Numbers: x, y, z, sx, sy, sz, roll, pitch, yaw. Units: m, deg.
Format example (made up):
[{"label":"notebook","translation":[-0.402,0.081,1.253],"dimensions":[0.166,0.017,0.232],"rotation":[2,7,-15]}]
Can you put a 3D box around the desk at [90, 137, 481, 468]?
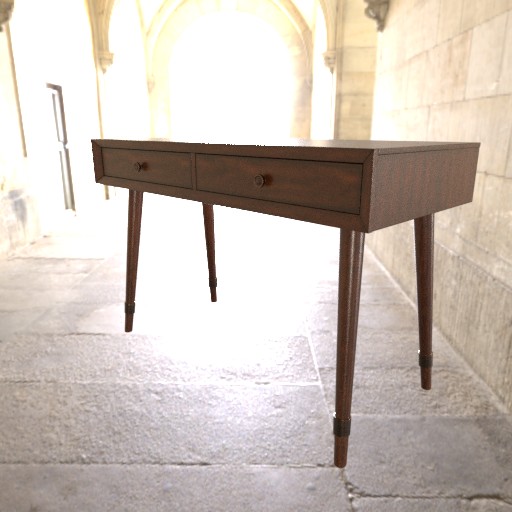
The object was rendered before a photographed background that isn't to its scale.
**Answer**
[{"label":"desk","translation":[0.000,0.000,2.039],"dimensions":[0.734,1.031,1.577],"rotation":[-15,22,-43]}]
